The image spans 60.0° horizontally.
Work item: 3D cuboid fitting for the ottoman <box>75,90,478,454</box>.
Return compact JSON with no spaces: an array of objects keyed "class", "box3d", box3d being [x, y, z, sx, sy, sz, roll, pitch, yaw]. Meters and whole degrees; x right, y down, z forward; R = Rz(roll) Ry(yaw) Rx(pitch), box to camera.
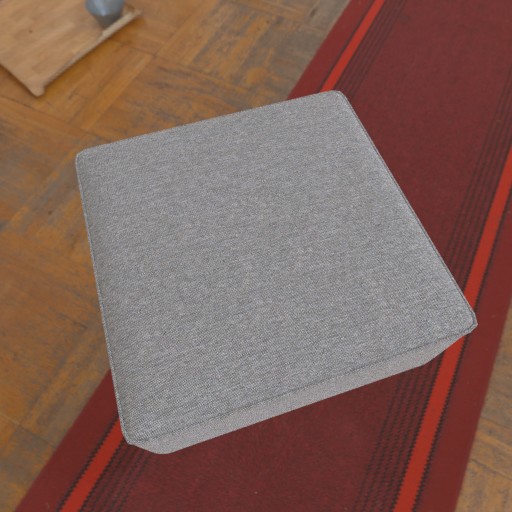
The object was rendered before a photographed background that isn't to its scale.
[{"class":"ottoman","box3d":[0.000,0.000,1.532,1.005,0.455,1.005,-16,63,-8]}]
